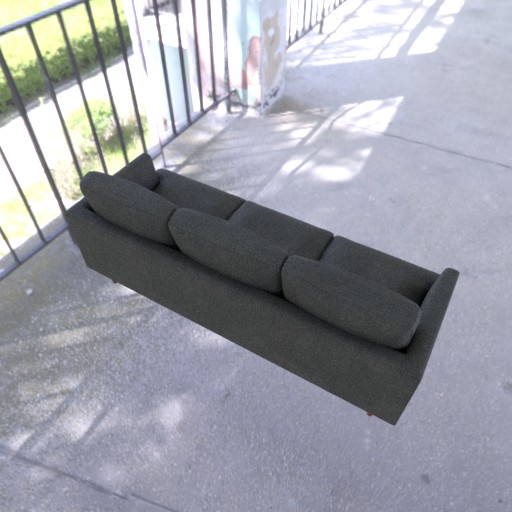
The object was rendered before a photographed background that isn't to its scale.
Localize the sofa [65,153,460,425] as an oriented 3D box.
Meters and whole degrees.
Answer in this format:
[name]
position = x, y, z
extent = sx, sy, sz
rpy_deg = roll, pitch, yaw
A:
[sofa]
position = 0.000, 0.000, 2.751
extent = 2.246, 0.930, 0.903
rpy_deg = 23, 51, 20
